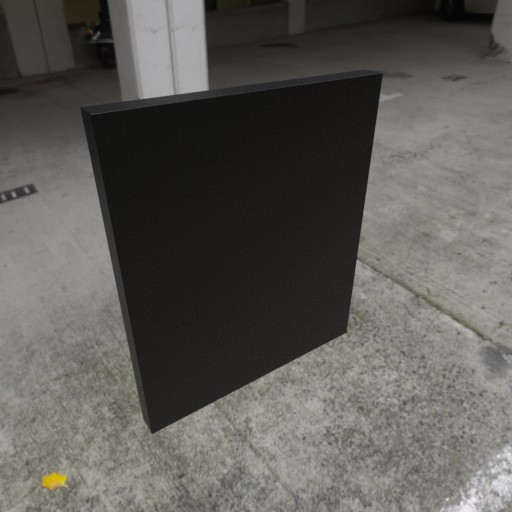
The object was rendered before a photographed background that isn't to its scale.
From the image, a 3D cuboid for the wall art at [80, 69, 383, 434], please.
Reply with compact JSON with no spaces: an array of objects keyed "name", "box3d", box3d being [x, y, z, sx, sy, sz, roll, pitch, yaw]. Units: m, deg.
[{"name":"wall art","box3d":[0.000,0.000,0.526,0.325,0.380,0.028,-20,37,-29]}]
